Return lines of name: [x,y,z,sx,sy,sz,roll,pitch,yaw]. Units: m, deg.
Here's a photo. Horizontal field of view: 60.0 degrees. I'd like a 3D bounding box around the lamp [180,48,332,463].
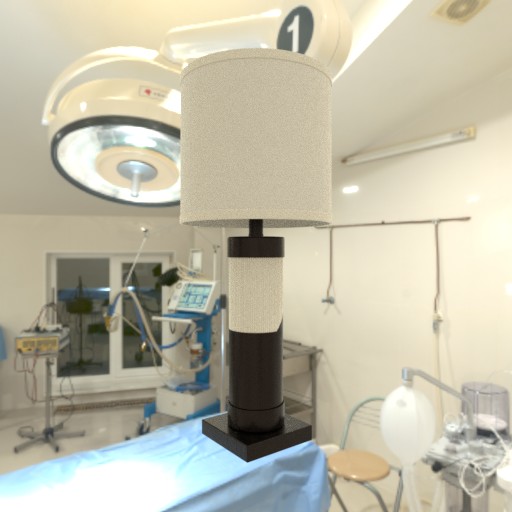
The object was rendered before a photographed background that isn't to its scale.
lamp: [0.000,0.000,0.622,0.211,0.509,0.211,0,1,-37]
